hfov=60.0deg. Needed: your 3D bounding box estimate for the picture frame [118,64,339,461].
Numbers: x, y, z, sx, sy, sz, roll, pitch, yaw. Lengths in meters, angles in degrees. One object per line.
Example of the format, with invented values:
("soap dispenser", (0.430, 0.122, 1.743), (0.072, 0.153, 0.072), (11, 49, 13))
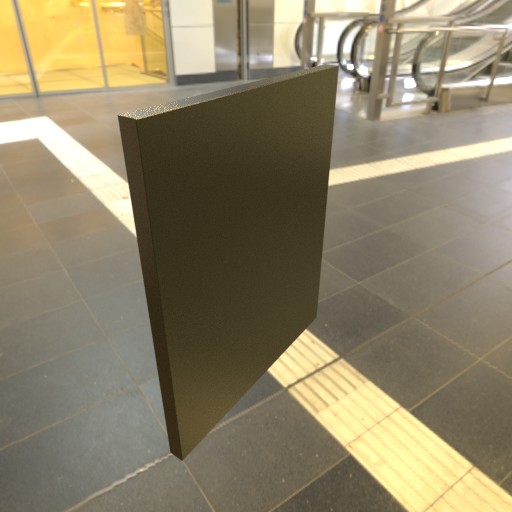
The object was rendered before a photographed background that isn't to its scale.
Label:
("picture frame", (0.000, 0.000, 0.759), (0.028, 0.556, 0.460), (20, 36, 30))
